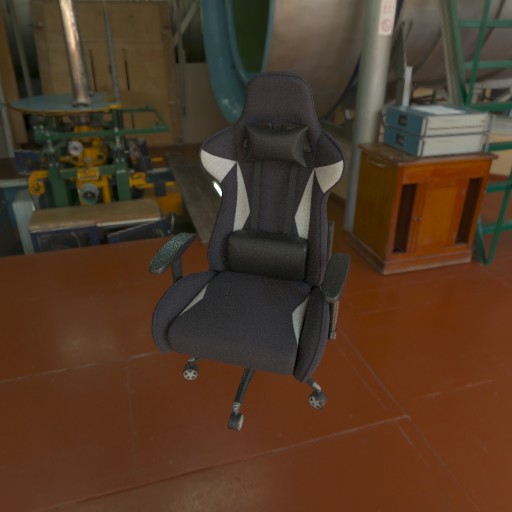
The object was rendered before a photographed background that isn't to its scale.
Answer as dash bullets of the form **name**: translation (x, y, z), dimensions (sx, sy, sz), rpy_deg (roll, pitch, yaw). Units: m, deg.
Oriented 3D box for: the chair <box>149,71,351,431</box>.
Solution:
- **chair**: translation (0.000, 0.000, 1.747), dimensions (0.730, 1.300, 0.695), rpy_deg (8, 28, 15)
